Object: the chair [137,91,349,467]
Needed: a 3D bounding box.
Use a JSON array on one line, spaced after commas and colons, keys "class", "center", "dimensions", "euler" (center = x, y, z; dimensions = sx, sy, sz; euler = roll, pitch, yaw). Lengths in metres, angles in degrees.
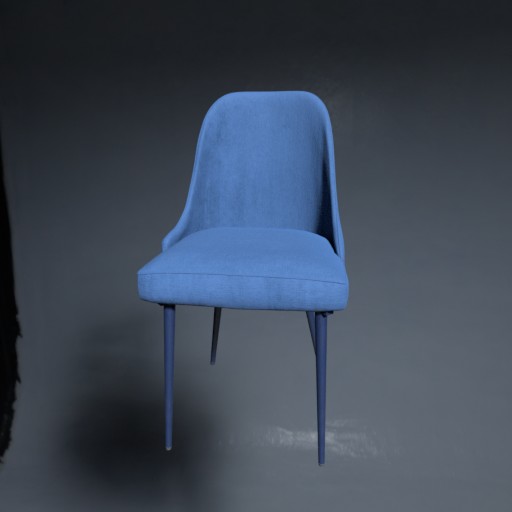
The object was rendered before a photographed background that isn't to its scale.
[{"class": "chair", "center": [0.000, 0.000, 1.208], "dimensions": [0.478, 0.896, 0.559], "euler": [2, 15, 8]}]
